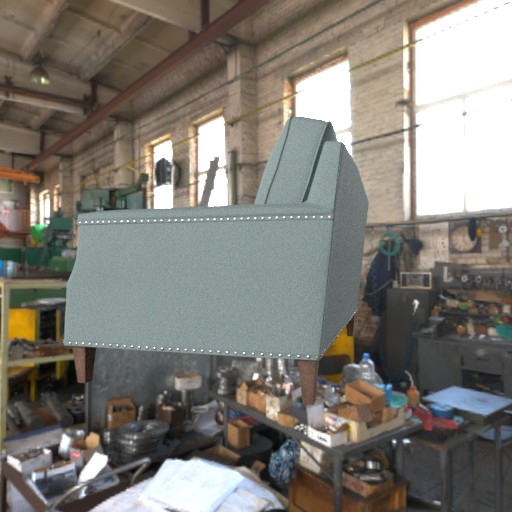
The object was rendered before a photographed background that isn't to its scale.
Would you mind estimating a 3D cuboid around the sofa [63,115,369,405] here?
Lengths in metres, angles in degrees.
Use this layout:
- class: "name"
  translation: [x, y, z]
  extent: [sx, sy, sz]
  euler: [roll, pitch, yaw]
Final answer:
- class: "sofa"
  translation: [0.000, 0.000, 2.291]
  extent: [1.084, 1.003, 1.597]
  euler: [0, -1, 17]
